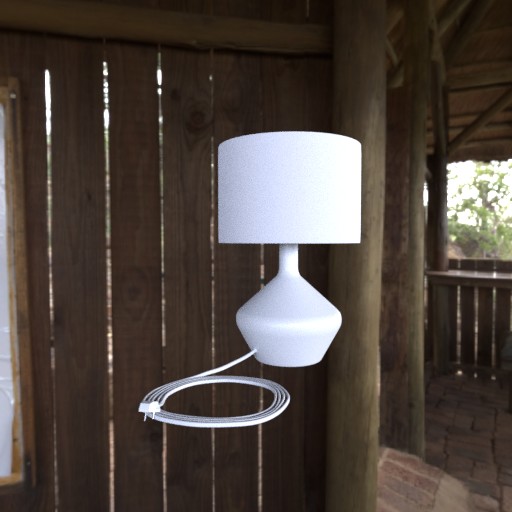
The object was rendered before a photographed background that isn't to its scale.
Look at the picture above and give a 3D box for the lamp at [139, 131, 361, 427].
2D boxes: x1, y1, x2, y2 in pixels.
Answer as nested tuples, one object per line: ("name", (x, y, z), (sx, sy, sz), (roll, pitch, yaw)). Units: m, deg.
("lamp", (0.000, 0.000, 0.858), (0.546, 0.457, 0.401), (-2, 3, -35))
